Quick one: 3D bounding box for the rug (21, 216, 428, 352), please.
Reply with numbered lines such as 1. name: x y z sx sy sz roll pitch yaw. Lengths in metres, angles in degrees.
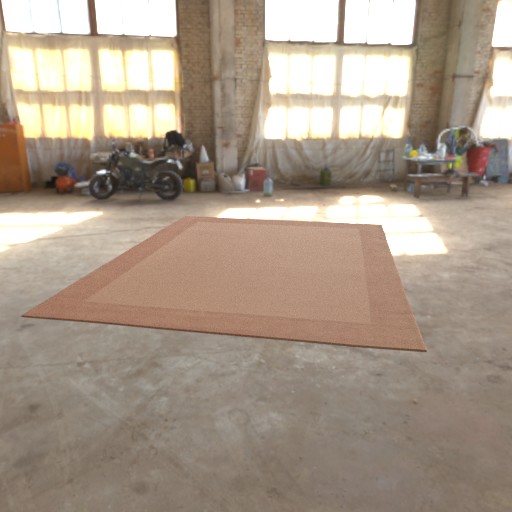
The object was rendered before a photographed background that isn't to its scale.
1. rug: 0.000 0.000 3.994 2.431 0.021 3.057 3 17 10
